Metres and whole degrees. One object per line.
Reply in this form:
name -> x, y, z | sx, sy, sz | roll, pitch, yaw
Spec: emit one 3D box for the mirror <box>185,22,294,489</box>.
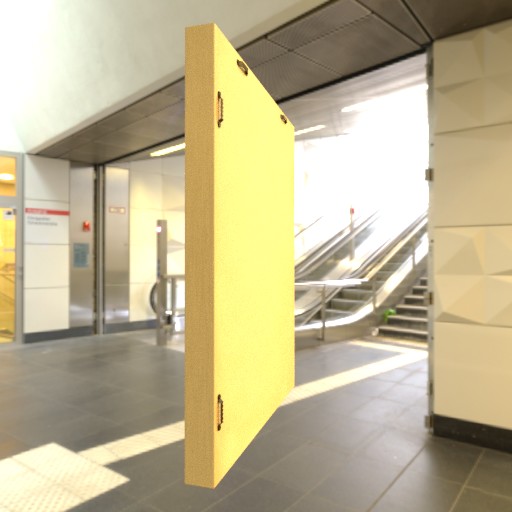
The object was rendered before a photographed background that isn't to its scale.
mirror -> 0.000, 0.000, 0.681 | 0.041, 0.509, 0.406 | 0, 0, 17
